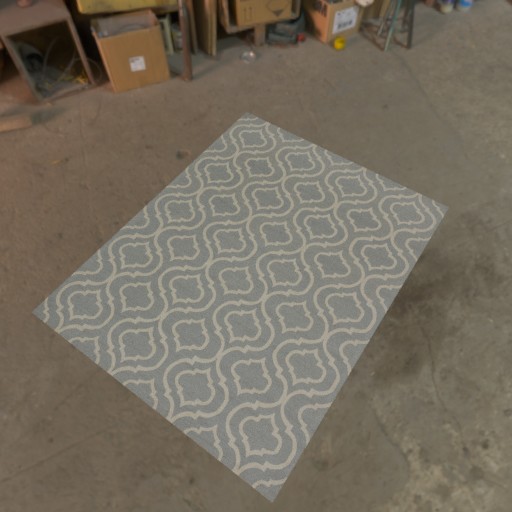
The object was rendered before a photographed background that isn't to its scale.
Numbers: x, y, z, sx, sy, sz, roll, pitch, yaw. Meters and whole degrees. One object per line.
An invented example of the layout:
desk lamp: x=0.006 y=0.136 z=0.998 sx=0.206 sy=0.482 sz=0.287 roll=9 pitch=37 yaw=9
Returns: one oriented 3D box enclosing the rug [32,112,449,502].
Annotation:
rug: x=0.000 y=0.000 z=3.775 sx=2.283 sy=0.006 sz=2.892 roll=31 pitch=62 yaw=18
